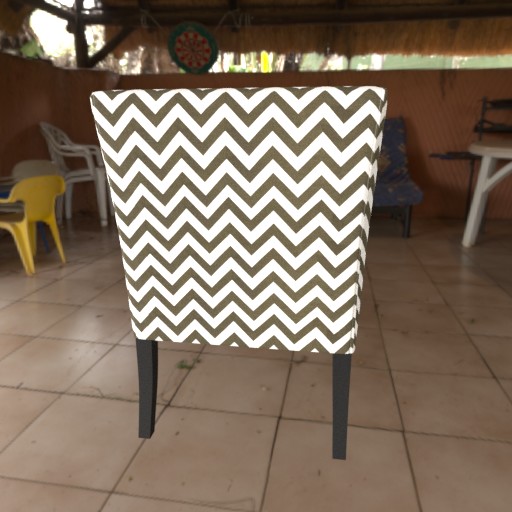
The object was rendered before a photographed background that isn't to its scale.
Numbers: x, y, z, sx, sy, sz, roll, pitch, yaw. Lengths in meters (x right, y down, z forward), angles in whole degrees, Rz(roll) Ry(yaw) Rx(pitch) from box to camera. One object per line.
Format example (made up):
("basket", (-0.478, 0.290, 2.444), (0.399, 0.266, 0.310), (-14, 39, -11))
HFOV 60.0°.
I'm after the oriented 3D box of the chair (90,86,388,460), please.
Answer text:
("chair", (0.000, 0.000, 1.255), (0.589, 0.838, 0.648), (2, 16, 9))
